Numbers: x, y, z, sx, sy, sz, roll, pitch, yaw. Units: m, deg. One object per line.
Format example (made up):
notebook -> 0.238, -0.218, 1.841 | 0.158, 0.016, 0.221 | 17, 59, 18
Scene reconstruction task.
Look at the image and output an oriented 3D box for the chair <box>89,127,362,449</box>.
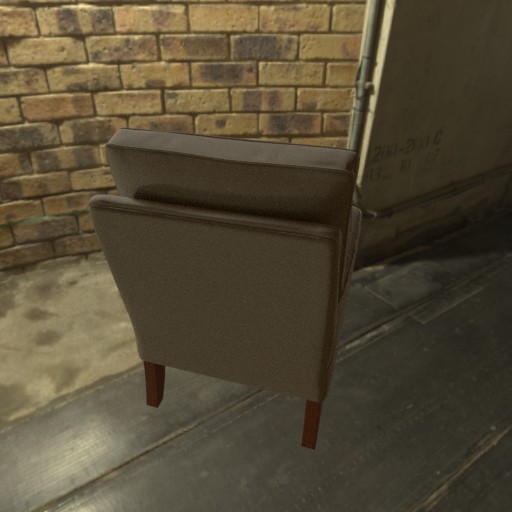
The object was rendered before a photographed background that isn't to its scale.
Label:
chair -> 0.000, 0.000, 1.679 | 0.724, 1.045, 0.924 | 9, 33, 15
